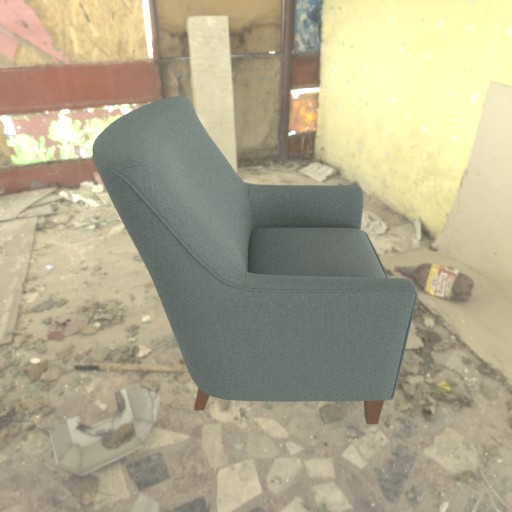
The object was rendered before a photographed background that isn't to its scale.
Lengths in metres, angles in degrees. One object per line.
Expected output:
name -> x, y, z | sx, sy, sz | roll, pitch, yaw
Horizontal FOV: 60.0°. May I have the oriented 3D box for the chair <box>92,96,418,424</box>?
chair -> 0.000, 0.000, 1.517 | 0.879, 0.916, 0.756 | 0, 31, 0
